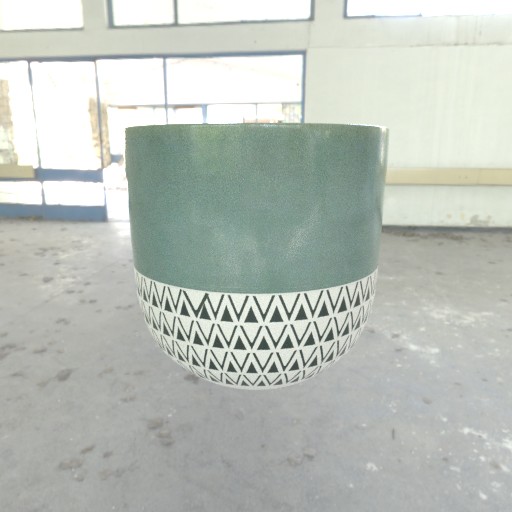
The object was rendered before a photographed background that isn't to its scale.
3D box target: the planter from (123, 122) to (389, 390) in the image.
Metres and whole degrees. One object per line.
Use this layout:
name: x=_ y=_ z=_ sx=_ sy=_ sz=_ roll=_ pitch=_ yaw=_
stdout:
planter: x=0.000 y=0.000 z=0.491 sx=0.266 sy=0.270 sz=0.266 roll=0 pitch=14 yaw=0
